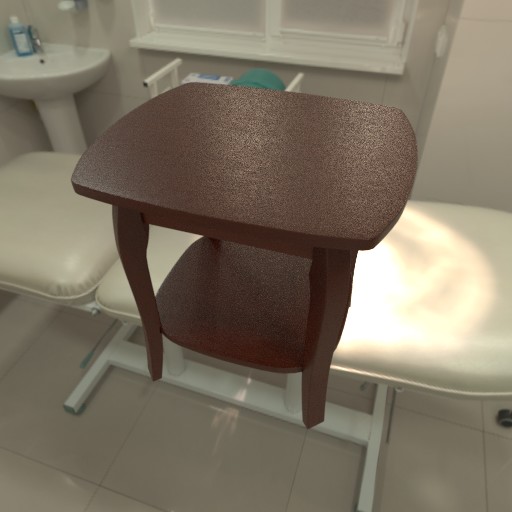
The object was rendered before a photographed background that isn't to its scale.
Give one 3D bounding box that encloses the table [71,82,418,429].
[{"bbox_3d":[0.000,0.000,0.875,0.502,0.496,0.433,12,43,14],"label":"table"}]
